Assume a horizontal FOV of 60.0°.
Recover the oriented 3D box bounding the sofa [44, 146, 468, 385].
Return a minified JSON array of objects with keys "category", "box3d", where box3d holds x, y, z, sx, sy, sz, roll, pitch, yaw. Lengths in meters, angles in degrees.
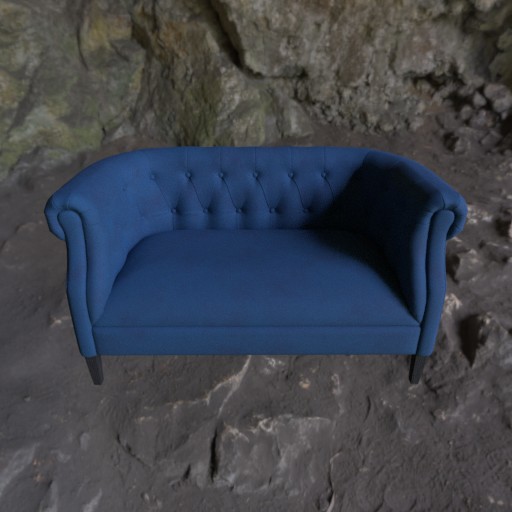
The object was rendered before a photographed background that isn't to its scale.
[{"category":"sofa","box3d":[0.000,0.000,2.014,1.558,0.827,0.835,0,29,0]}]
